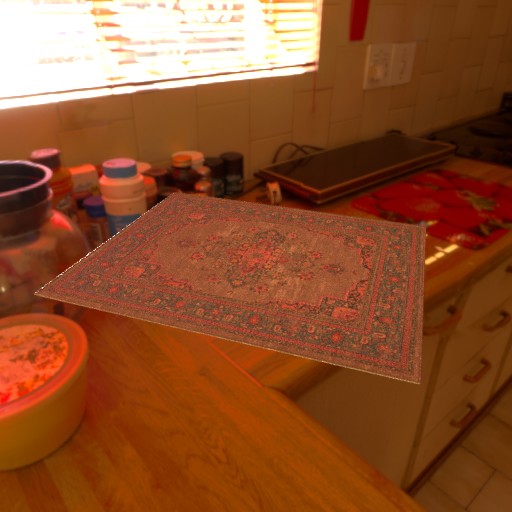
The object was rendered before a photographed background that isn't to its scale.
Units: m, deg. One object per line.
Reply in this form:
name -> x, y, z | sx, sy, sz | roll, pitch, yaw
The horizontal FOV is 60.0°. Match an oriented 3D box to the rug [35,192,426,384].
rug -> 0.000, 0.000, 4.238 | 3.057, 0.013, 2.434 | 10, 31, 17
